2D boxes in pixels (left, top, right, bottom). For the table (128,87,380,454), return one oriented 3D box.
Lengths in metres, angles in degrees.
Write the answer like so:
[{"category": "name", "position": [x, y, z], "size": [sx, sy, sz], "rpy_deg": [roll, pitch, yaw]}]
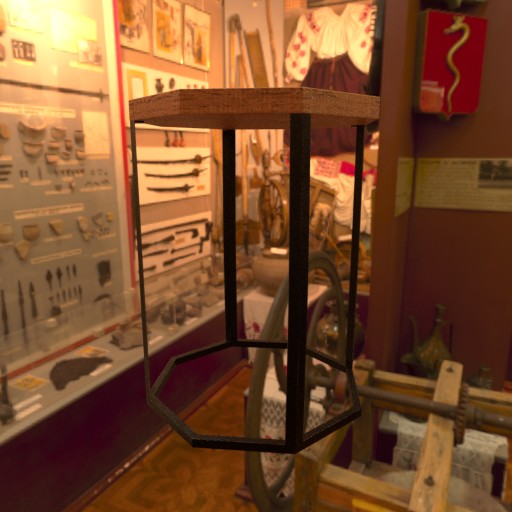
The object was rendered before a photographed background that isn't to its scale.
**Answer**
[{"category": "table", "position": [0.000, 0.000, 0.849], "size": [0.437, 0.553, 0.437], "rpy_deg": [7, 15, 28]}]
